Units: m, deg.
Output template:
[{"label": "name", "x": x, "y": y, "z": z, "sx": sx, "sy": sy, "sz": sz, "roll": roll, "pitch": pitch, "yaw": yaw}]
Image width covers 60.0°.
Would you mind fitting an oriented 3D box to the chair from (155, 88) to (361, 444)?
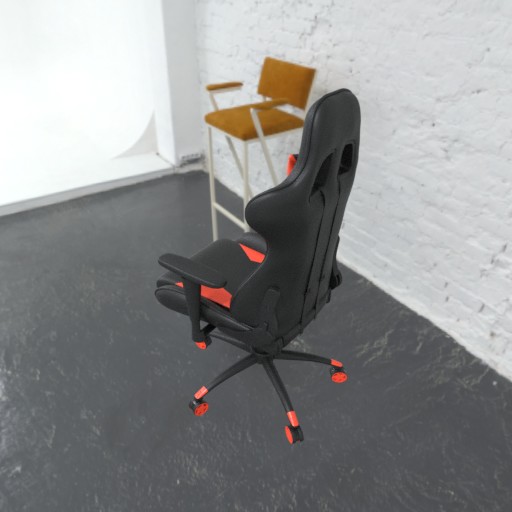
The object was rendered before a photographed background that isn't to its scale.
[{"label": "chair", "x": 0.000, "y": 0.000, "z": 1.713, "sx": 0.730, "sy": 1.282, "sz": 0.695, "roll": 21, "pitch": 37, "yaw": 30}]
